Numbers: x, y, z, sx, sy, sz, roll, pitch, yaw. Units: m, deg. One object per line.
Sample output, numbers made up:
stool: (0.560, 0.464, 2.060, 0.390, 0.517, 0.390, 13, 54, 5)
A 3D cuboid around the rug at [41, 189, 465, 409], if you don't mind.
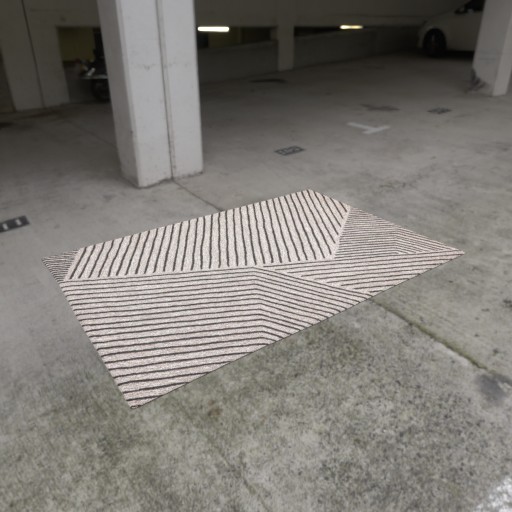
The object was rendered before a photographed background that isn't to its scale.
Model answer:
rug: (0.000, 0.000, 2.308, 1.842, 0.019, 1.237, -18, 33, -31)
